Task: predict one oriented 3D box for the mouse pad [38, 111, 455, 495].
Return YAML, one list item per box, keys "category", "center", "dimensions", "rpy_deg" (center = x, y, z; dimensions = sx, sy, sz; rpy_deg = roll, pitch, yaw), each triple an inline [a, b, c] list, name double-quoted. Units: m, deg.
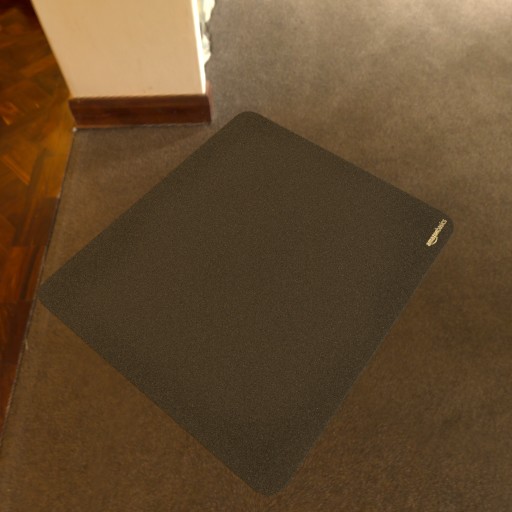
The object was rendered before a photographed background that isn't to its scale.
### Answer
- category: "mouse pad"
  center: [0.000, 0.000, 0.605]
  dimensions: [0.393, 0.002, 0.451]
  rpy_deg: [34, 64, 19]
